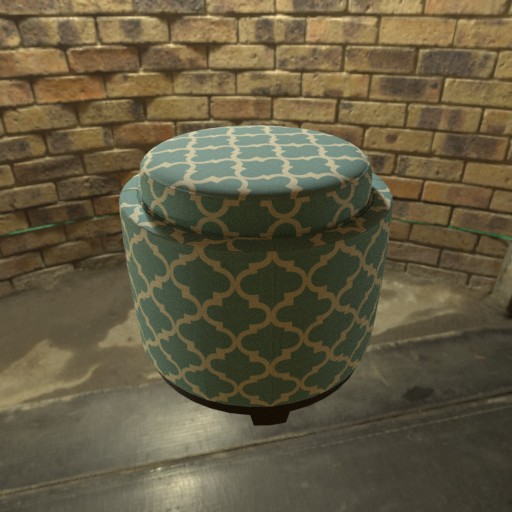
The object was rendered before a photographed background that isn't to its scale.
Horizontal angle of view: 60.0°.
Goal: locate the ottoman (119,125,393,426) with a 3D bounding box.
[{"bbox_3d":[0.000,0.000,0.860,0.480,0.429,0.480,0,30,0],"label":"ottoman"}]
